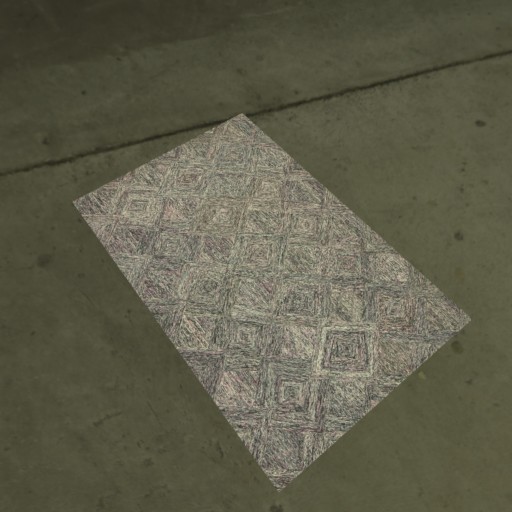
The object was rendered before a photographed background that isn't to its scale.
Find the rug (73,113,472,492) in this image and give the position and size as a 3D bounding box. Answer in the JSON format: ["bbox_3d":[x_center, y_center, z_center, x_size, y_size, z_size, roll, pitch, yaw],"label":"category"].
[{"bbox_3d":[0.000,0.000,2.899,1.501,0.017,2.298,-33,64,-19],"label":"rug"}]
